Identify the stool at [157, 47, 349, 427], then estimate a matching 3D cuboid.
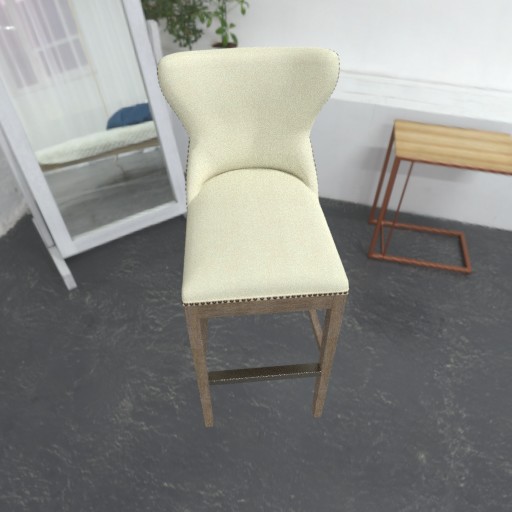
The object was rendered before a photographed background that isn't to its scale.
[{"bbox_3d":[0.000,0.000,1.430,0.494,1.123,0.606,-4,46,-4],"label":"stool"}]
